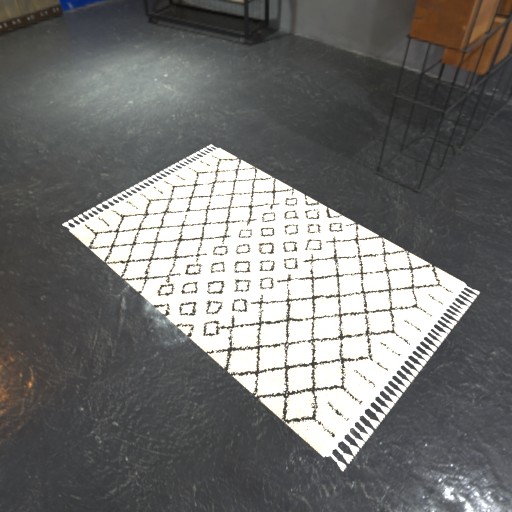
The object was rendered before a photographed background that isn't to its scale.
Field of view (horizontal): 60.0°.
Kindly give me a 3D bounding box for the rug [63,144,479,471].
[{"bbox_3d":[0.000,0.000,2.426,2.006,0.008,1.196,34,55,28],"label":"rug"}]
